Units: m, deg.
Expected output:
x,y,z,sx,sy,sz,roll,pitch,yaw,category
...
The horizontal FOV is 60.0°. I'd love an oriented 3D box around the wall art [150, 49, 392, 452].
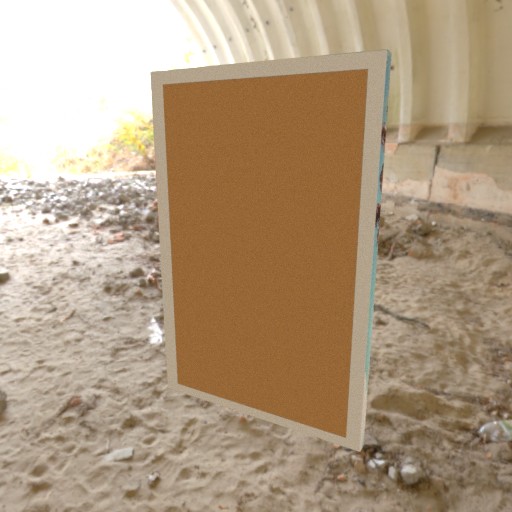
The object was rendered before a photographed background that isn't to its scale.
x,y,z,sx,sy,sz,roll,pitch,yaw,category
0.000,0.000,1.130,0.605,0.915,0.037,8,17,28,wall art
